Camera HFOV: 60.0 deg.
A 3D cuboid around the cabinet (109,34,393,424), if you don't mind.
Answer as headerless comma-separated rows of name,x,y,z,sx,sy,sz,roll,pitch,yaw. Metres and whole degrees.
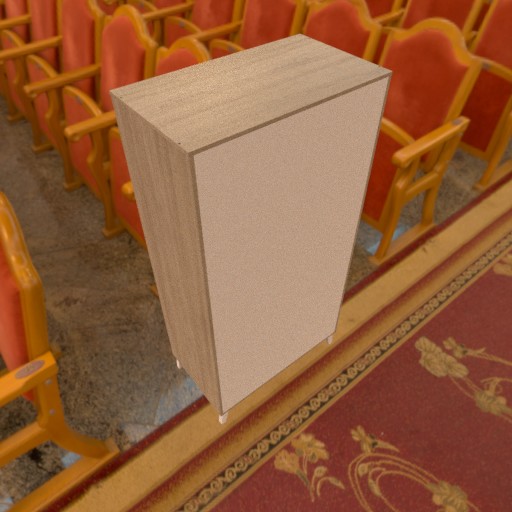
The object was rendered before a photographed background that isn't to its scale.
cabinet,0.000,0.000,2.493,1.006,1.999,0.571,-29,52,-26
